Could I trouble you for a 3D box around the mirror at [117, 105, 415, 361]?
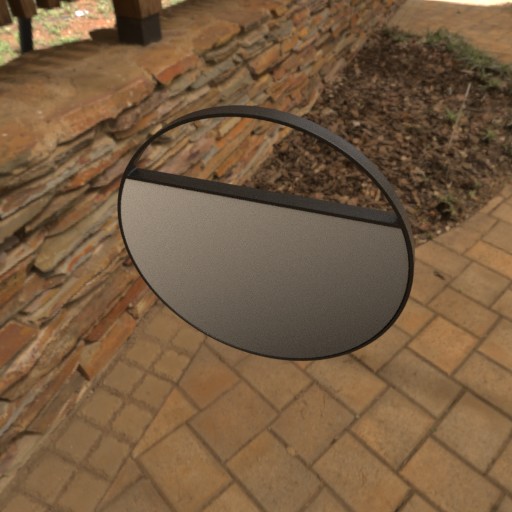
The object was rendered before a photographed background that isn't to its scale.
[{"bbox_3d":[0.000,0.000,0.838,0.565,0.565,0.032,12,42,14],"label":"mirror"}]
